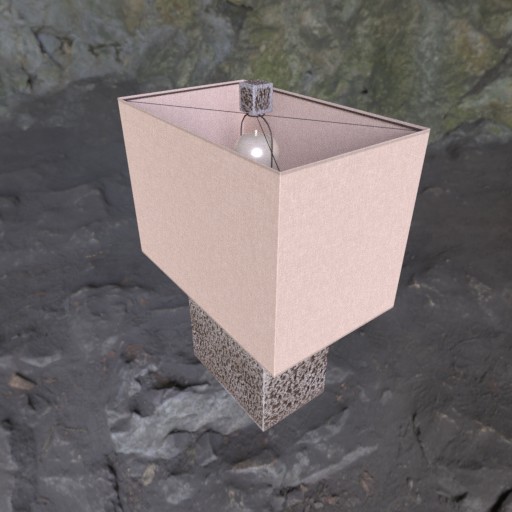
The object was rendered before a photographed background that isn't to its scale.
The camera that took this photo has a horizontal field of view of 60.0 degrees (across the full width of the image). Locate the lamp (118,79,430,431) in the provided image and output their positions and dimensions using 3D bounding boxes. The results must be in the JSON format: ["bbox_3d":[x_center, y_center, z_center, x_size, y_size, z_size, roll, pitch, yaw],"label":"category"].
[{"bbox_3d":[0.000,0.000,0.554,0.180,0.411,0.294,-22,38,-31],"label":"lamp"}]
